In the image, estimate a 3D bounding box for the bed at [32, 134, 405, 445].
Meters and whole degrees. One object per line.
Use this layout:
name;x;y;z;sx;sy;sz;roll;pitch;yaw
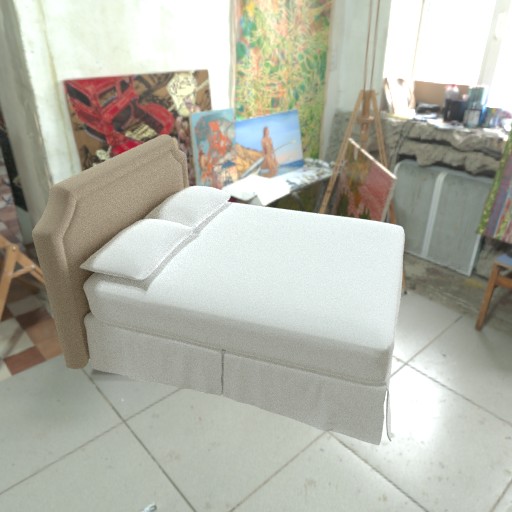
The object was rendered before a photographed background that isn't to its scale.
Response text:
bed;0.000;0.000;3.244;2.204;1.301;1.828;9;30;16
